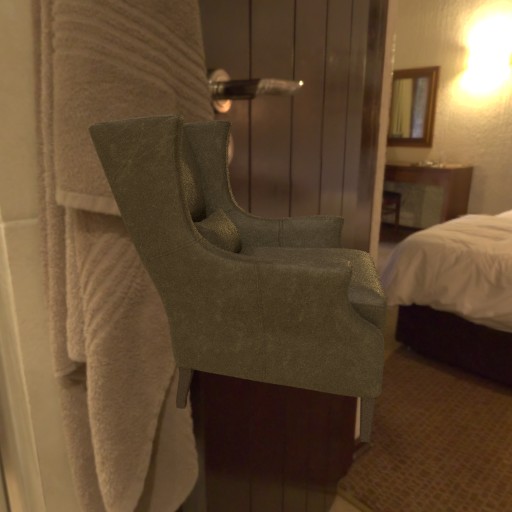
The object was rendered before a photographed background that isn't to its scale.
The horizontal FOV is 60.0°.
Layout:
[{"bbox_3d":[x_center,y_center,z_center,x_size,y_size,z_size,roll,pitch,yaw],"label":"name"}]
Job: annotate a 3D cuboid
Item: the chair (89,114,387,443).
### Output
[{"bbox_3d":[0.000,0.000,1.701,0.926,1.016,0.853,2,16,9],"label":"chair"}]
